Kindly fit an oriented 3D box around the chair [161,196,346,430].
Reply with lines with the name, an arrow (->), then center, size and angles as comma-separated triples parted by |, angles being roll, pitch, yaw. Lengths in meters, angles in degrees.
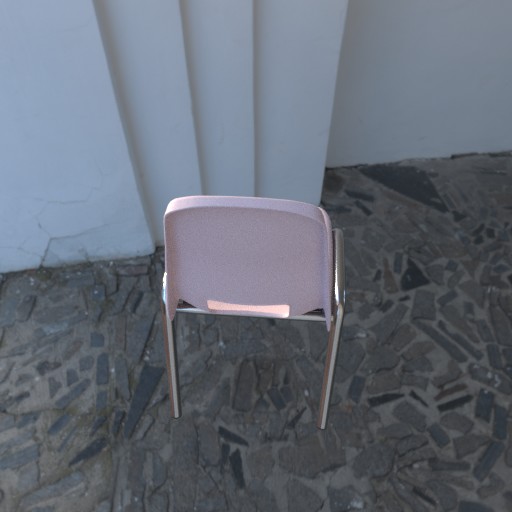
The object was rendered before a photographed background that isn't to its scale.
chair -> 0.000, 0.000, 0.865 | 0.354, 0.586, 0.423 | 3, 46, 3
